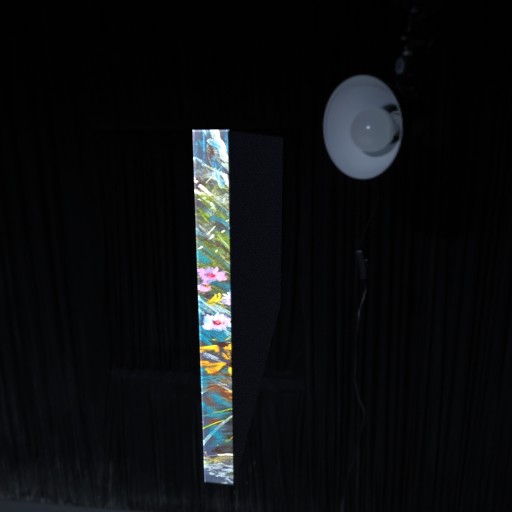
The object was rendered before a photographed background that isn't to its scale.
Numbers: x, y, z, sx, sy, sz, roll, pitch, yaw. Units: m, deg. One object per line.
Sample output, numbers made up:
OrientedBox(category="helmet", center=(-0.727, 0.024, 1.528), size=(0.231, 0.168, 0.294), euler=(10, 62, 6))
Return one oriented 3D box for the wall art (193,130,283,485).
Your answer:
OrientedBox(category="wall art", center=(0.000, 0.000, 0.770), size=(0.037, 0.406, 0.610), euler=(2, 15, 8))
